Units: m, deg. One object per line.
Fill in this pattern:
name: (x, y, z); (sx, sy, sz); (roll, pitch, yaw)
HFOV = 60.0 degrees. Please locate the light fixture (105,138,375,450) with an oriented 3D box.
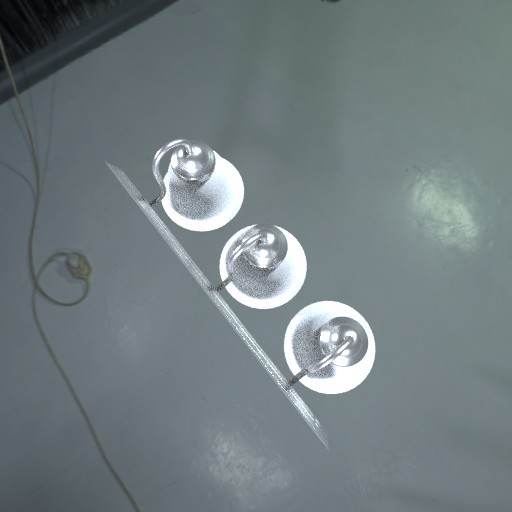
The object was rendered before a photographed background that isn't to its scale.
light fixture: (0.000, 0.000, 0.729); (0.199, 0.222, 0.610); (-38, 78, -9)
